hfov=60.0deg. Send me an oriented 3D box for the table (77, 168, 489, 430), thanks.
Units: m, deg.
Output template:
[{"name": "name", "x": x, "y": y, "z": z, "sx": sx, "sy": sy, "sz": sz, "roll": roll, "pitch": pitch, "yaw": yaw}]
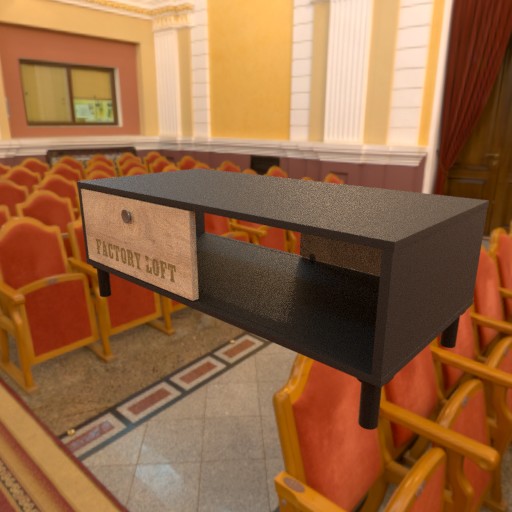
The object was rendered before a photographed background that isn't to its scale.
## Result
[{"name": "table", "x": 0.000, "y": 0.000, "z": 1.336, "sx": 1.100, "sy": 0.400, "sz": 0.550, "roll": 15, "pitch": 23, "yaw": 40}]
